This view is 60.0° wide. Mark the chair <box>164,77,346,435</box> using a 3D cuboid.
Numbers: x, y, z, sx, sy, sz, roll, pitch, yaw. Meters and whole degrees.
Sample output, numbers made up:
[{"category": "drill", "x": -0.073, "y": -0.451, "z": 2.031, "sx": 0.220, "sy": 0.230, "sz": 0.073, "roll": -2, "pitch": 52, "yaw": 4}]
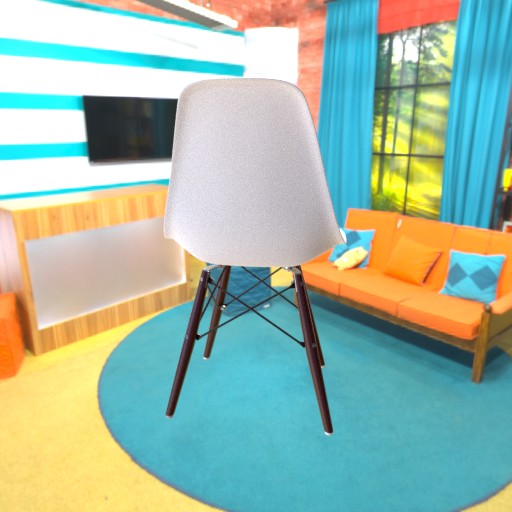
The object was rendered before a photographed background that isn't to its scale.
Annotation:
[{"category": "chair", "x": 0.000, "y": 0.000, "z": 1.169, "sx": 0.470, "sy": 0.826, "sz": 0.533, "roll": 2, "pitch": 16, "yaw": 7}]
